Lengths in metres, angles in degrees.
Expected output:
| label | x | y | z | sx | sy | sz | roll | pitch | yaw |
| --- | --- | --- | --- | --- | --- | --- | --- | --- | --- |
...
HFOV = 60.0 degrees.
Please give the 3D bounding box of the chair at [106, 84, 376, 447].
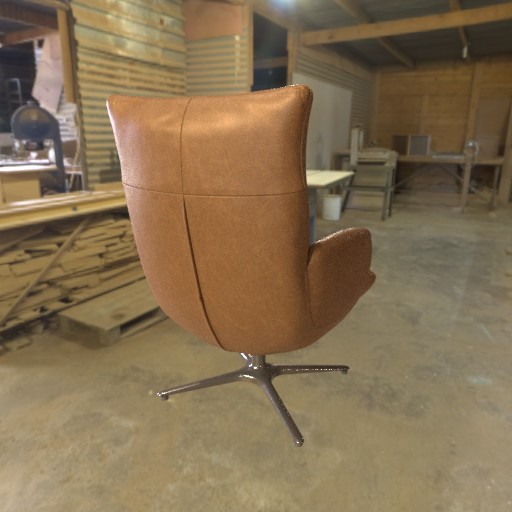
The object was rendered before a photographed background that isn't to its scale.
| label | x | y | z | sx | sy | sz | roll | pitch | yaw |
| --- | --- | --- | --- | --- | --- | --- | --- | --- | --- |
| chair | 0.000 | 0.000 | 1.526 | 0.711 | 1.027 | 0.794 | 8 | 18 | 27 |
